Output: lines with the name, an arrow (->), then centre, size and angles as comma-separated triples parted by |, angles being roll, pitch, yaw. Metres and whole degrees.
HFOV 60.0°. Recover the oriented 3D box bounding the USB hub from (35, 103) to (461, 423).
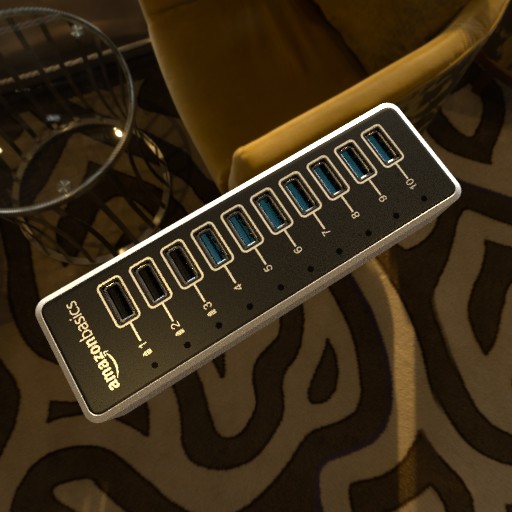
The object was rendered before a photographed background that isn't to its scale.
USB hub -> 0.000, 0.000, 0.159 | 0.145, 0.023, 0.044 | -31, 77, -8
